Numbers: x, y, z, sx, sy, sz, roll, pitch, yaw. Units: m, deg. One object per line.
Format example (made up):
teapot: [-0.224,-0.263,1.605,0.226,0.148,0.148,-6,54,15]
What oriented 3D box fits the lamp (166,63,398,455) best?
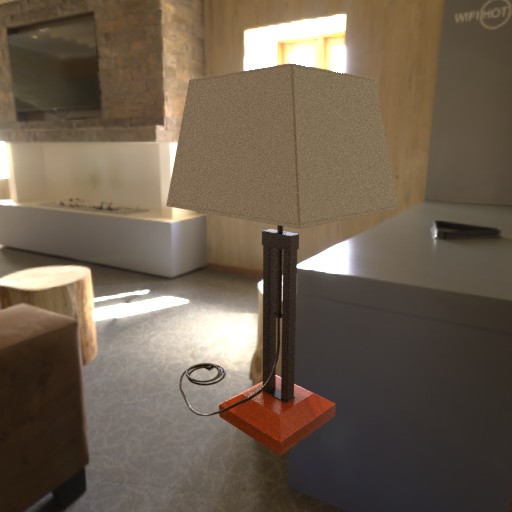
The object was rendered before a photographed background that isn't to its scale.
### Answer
lamp: [0.000,0.000,0.977,0.310,0.737,0.498,-14,20,-43]
